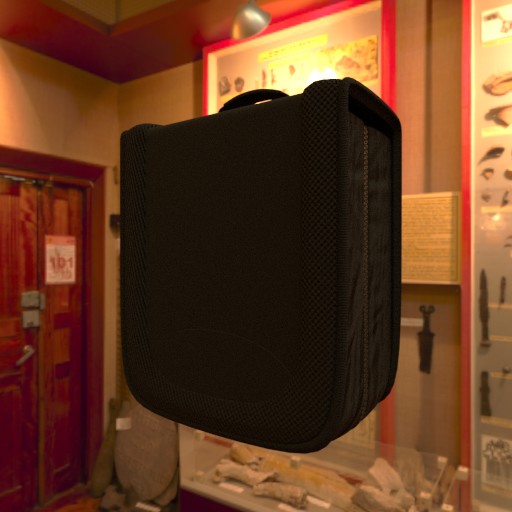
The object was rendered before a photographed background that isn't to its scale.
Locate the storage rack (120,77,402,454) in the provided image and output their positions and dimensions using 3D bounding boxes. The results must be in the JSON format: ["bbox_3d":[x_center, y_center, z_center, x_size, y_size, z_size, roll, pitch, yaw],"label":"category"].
[{"bbox_3d":[0.000,0.000,0.526,0.297,0.387,0.168,0,0,35],"label":"storage rack"}]
